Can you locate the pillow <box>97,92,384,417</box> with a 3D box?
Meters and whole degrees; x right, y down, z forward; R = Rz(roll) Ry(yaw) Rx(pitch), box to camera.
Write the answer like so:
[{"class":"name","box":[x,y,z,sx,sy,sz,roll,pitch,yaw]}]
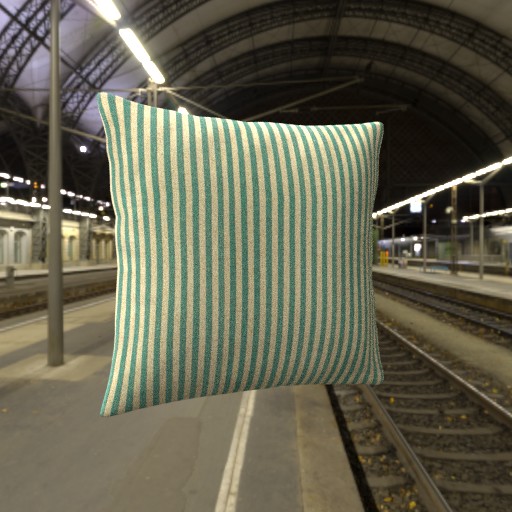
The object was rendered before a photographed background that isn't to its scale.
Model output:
[{"class":"pillow","box":[0.000,0.000,0.778,0.523,0.510,0.166,0,1,-18]}]
